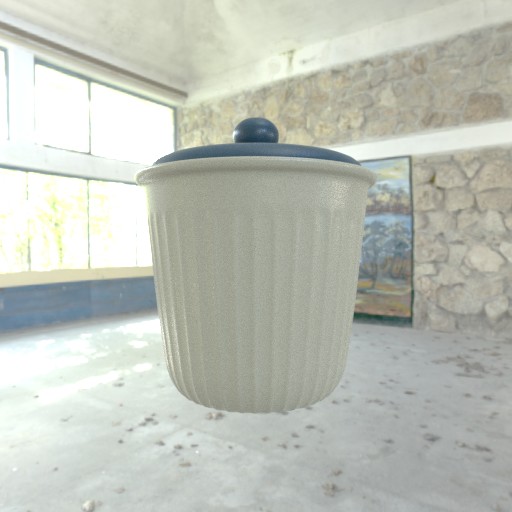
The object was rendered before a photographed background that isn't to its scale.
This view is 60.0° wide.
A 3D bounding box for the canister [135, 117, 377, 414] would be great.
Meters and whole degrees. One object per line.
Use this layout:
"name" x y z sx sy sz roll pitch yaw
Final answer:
"canister" 0.000 0.000 0.343 0.181 0.211 0.181 0 1 0
